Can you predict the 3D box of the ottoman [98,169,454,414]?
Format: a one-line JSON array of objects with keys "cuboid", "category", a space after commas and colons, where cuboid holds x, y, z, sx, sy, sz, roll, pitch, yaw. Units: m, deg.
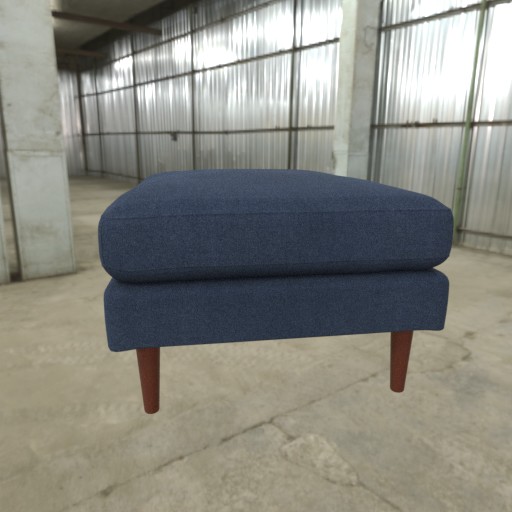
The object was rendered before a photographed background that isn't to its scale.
[{"cuboid": [0.000, 0.000, 1.246, 0.693, 0.474, 0.821, -2, 14, -8], "category": "ottoman"}]
